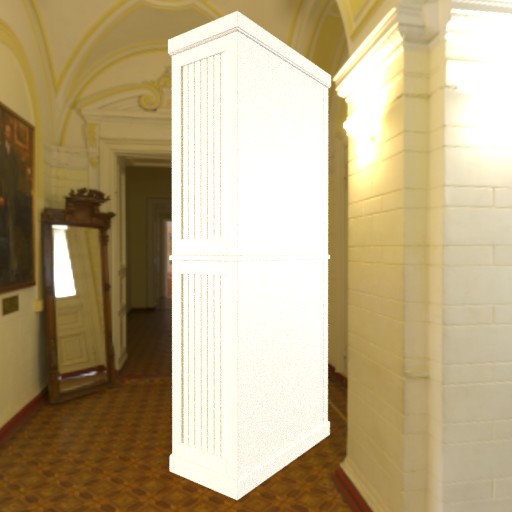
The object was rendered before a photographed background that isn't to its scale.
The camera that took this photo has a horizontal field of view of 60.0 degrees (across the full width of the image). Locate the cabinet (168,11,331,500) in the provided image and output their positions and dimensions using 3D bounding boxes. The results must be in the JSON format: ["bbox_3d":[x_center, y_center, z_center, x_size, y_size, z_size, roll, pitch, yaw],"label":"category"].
[{"bbox_3d":[0.000,0.000,2.072,0.390,1.829,0.754,0,1,37],"label":"cabinet"}]
